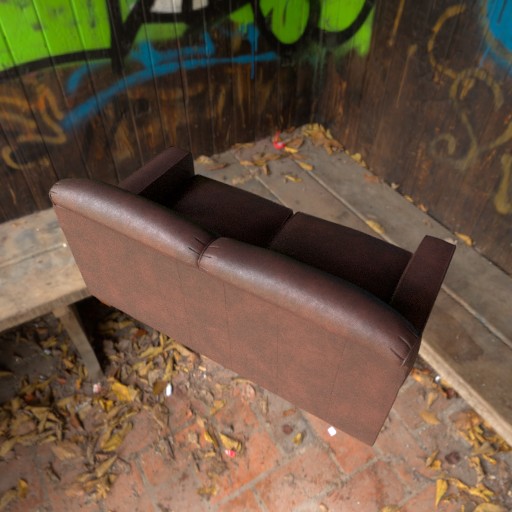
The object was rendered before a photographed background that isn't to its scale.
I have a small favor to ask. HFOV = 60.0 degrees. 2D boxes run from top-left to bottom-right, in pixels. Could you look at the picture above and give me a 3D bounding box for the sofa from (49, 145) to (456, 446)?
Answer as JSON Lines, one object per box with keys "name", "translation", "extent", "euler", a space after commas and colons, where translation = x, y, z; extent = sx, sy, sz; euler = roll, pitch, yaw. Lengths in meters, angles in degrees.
{"name": "sofa", "translation": [0.000, 0.000, 2.418], "extent": [1.856, 0.966, 1.000], "euler": [23, 50, 21]}
